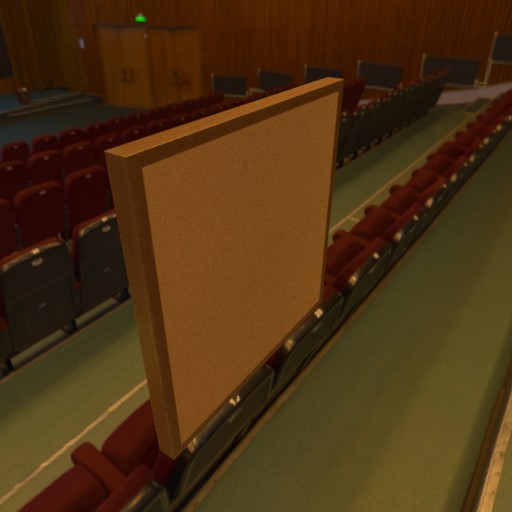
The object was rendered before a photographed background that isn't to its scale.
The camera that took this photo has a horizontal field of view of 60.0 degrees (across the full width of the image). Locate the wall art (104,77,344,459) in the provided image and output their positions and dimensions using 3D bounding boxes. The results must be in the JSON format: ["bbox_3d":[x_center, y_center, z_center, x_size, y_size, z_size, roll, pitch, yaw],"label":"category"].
[{"bbox_3d":[0.000,0.000,0.770,0.033,0.509,0.510,20,37,29],"label":"wall art"}]
